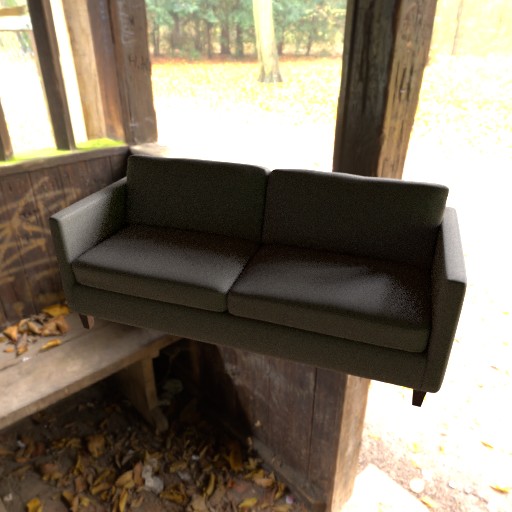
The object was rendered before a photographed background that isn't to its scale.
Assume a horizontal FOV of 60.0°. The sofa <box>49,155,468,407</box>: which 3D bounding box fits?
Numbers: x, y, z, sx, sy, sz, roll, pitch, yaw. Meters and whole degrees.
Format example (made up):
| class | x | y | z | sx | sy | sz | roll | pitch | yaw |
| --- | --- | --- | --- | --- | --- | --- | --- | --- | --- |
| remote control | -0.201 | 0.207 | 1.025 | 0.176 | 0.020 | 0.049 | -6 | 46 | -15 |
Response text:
| class | x | y | z | sx | sy | sz | roll | pitch | yaw |
| --- | --- | --- | --- | --- | --- | --- | --- | --- | --- |
| sofa | 0.000 | 0.000 | 2.666 | 2.208 | 0.963 | 0.956 | 9 | 29 | 17 |
